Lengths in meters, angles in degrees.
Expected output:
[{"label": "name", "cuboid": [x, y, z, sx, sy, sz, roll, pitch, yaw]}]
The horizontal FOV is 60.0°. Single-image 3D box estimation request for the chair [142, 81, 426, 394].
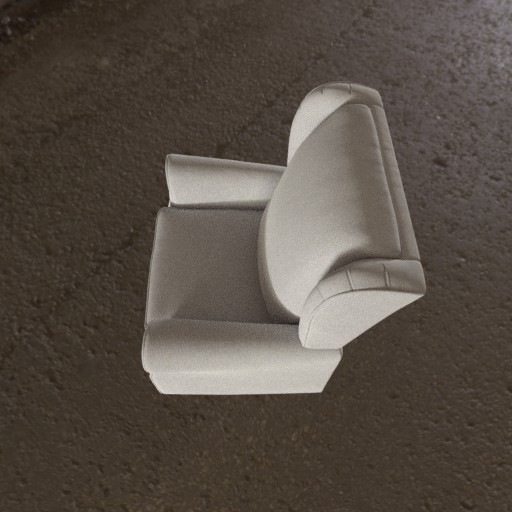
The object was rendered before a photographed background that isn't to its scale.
[{"label": "chair", "cuboid": [0.000, 0.000, 1.680, 0.854, 0.967, 0.906, -1, 58, 0]}]
